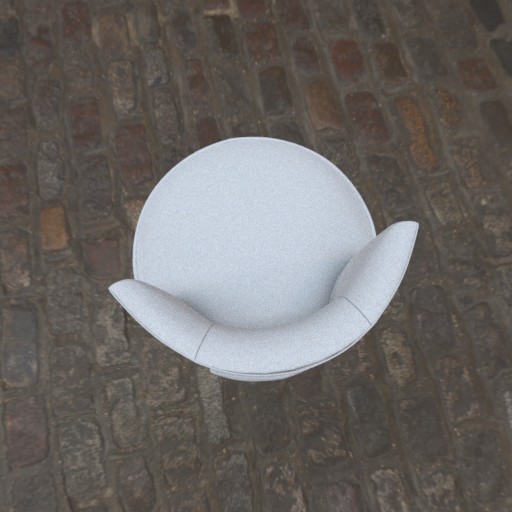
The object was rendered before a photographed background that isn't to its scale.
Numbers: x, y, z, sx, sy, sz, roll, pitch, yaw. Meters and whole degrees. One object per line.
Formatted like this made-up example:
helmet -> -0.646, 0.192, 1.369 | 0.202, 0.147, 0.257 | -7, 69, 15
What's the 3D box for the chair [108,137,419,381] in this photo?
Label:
chair -> 0.000, 0.000, 1.213 | 0.650, 0.723, 0.665 | -12, 76, -3
